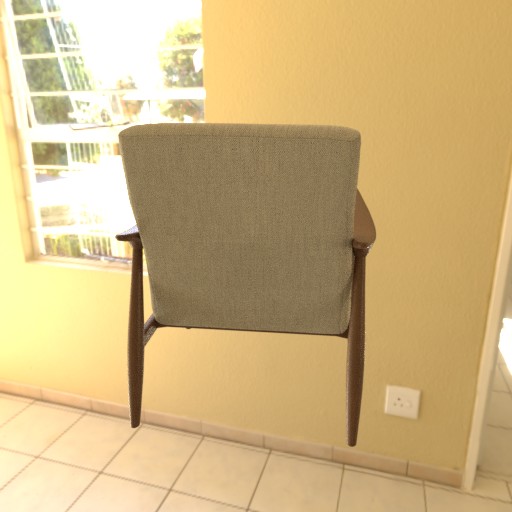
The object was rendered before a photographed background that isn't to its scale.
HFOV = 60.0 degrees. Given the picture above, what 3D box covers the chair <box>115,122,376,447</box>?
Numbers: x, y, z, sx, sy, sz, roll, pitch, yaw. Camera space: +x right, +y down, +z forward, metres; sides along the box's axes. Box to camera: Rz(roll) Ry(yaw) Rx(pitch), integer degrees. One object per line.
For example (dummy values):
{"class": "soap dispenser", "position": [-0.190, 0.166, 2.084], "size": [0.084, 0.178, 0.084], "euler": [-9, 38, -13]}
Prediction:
{"class": "chair", "position": [0.000, 0.000, 1.459], "size": [0.741, 0.832, 0.798], "euler": [2, 16, 7]}
